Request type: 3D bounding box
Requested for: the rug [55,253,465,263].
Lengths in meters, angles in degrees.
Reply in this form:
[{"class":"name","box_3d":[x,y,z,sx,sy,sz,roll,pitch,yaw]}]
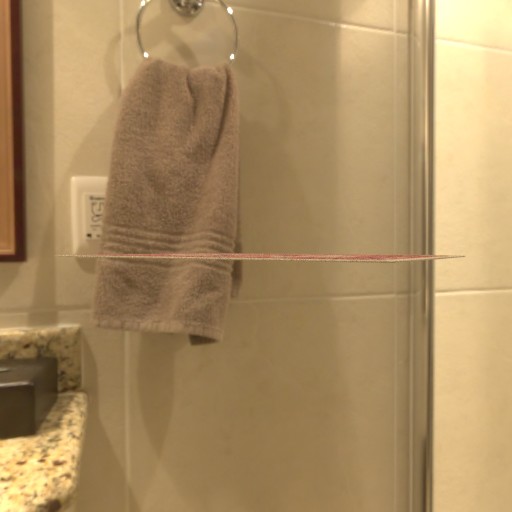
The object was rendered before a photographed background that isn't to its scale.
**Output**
[{"class":"rug","box_3d":[0.000,0.000,1.106,0.868,0.004,0.556,1,1,35]}]
